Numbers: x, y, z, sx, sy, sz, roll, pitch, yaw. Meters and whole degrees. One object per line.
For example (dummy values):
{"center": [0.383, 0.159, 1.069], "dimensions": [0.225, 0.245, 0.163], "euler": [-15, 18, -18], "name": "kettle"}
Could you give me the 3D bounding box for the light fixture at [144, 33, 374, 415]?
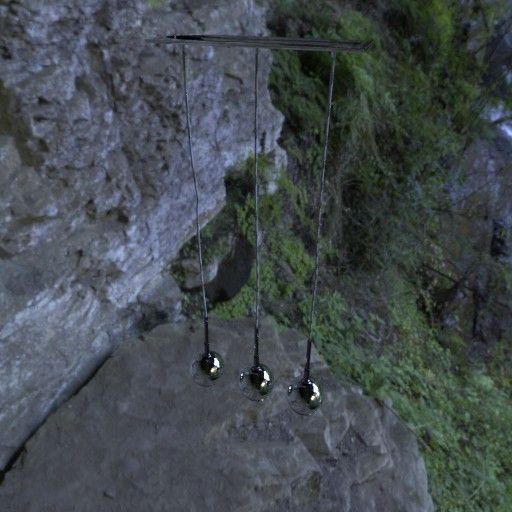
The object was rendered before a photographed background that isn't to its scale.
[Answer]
{"center": [0.000, 0.000, 1.598], "dimensions": [0.623, 1.408, 0.188], "euler": [11, 33, 16], "name": "light fixture"}
